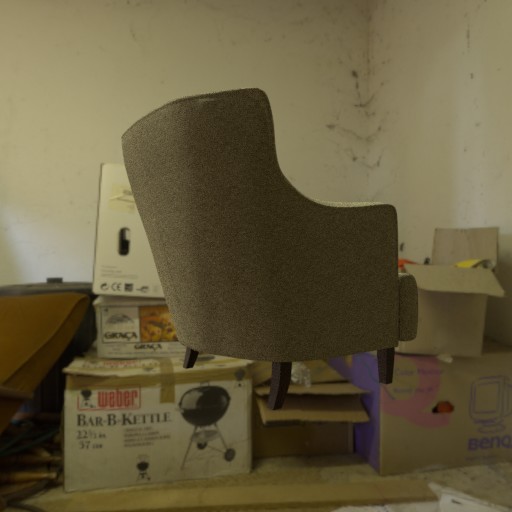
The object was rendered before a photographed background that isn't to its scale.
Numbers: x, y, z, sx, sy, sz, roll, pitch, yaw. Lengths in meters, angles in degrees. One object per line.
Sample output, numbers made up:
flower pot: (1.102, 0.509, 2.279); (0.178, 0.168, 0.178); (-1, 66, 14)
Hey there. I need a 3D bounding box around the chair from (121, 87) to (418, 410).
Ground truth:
chair: (0.000, 0.000, 1.681); (0.910, 0.920, 0.820); (0, 0, -35)
